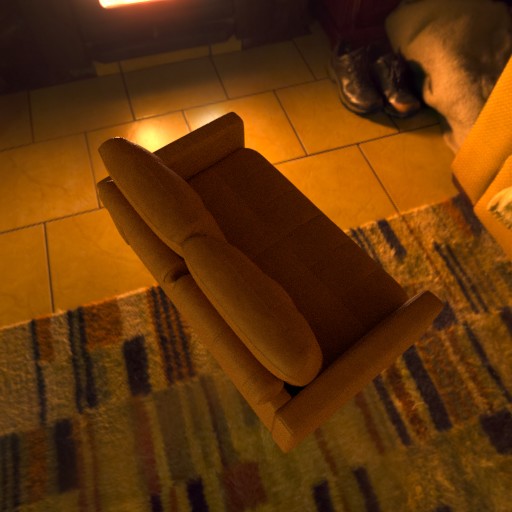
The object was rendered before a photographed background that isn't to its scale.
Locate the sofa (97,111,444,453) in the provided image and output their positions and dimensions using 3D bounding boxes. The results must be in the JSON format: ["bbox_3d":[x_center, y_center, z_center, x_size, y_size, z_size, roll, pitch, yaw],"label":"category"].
[{"bbox_3d":[0.000,0.000,2.005,0.868,0.898,1.430,-34,65,-18],"label":"sofa"}]
